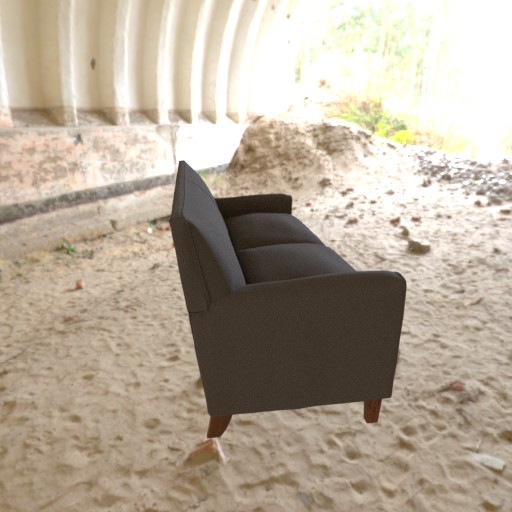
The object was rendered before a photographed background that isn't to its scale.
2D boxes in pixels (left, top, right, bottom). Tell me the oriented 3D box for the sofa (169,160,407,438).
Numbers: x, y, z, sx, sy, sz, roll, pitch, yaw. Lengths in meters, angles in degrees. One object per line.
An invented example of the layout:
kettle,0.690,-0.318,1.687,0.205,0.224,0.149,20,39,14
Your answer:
sofa,0.000,0.000,2.478,0.843,0.907,2.002,-3,17,-8
